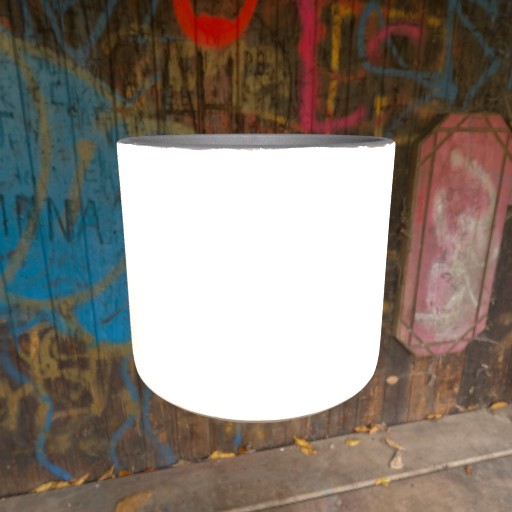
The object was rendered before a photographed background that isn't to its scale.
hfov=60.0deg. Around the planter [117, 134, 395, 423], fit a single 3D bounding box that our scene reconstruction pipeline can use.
[{"bbox_3d":[0.000,0.000,0.389,0.221,0.201,0.221,0,17,0],"label":"planter"}]
